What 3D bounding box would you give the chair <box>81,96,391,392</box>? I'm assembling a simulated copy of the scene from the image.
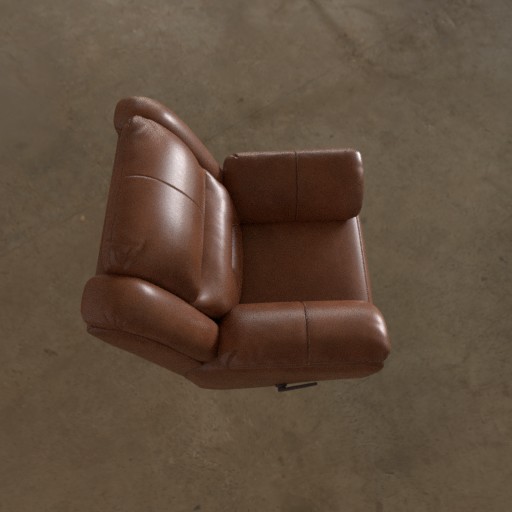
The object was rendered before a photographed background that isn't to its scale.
[{"bbox_3d":[0.000,0.000,1.873,1.041,1.093,0.990,-1,63,0],"label":"chair"}]
